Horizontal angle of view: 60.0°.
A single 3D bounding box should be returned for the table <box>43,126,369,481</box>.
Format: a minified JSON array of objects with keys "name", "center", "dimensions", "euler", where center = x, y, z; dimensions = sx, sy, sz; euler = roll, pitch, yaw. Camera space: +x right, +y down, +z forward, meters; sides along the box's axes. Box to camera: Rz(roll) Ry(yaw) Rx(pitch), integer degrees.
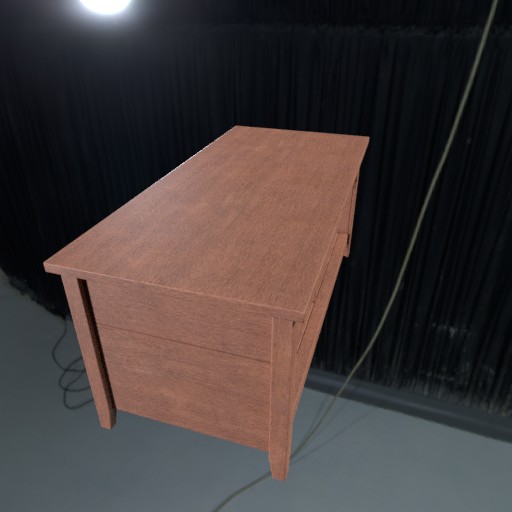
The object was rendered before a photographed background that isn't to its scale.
[{"name":"table","center":[0.000,0.000,1.269],"dimensions":[0.483,0.457,1.016],"euler":[9,32,15]}]
